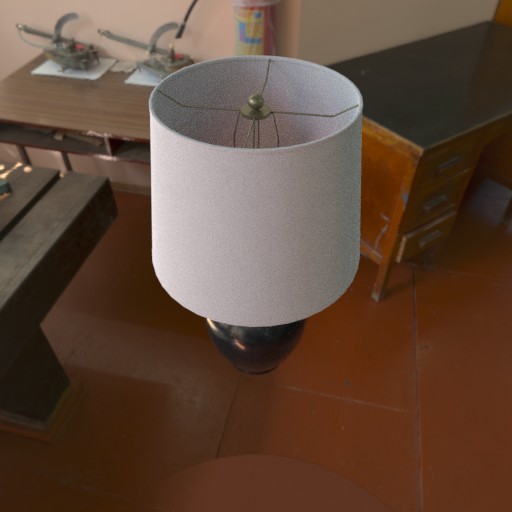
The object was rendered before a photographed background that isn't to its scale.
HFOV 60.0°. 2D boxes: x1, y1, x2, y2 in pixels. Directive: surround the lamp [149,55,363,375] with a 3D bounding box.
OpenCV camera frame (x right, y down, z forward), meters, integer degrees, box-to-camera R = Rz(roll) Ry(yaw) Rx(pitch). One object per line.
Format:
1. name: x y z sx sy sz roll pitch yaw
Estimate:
1. lamp: 0.000 0.000 0.533 0.239 0.399 0.239 0 44 0
